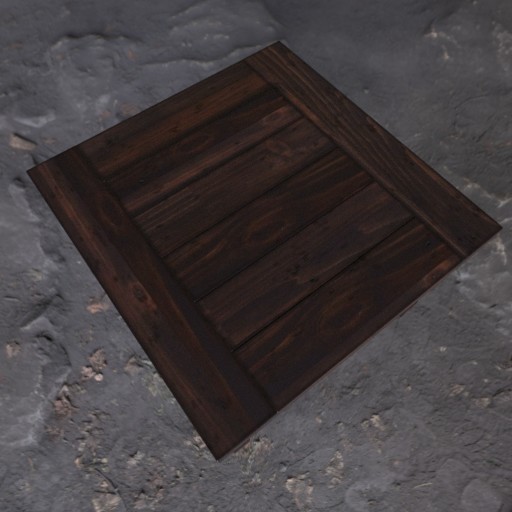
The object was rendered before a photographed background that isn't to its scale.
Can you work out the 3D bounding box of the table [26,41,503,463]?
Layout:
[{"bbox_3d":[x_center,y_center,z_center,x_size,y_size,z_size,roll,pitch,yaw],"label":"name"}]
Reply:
[{"bbox_3d":[0.000,0.000,0.970,0.593,0.437,0.606,-34,67,-16],"label":"table"}]
